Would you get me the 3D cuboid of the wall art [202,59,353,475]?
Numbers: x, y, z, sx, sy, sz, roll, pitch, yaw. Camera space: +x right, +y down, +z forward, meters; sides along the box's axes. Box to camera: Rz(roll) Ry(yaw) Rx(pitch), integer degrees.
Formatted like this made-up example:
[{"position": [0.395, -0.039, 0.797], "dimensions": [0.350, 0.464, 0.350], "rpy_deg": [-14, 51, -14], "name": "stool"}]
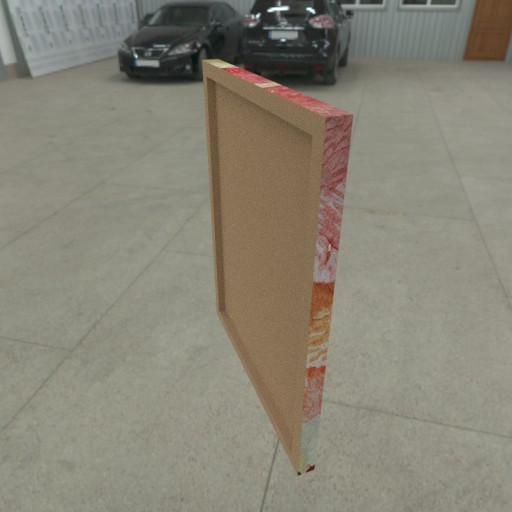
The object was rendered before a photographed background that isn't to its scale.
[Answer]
[{"position": [0.000, 0.000, 0.677], "dimensions": [0.028, 0.508, 0.406], "rpy_deg": [-11, 32, -18], "name": "wall art"}]
